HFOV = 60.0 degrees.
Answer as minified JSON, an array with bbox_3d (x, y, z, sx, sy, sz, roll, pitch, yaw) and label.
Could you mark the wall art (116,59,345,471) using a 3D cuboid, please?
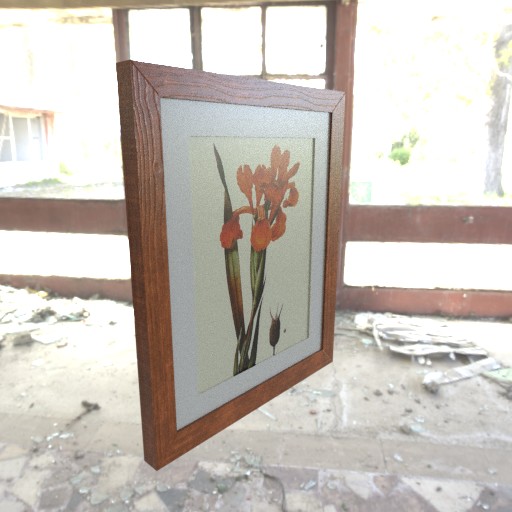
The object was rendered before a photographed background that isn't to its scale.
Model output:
[{"bbox_3d":[0.000,0.000,0.765,0.033,0.567,0.467,13,19,41],"label":"wall art"}]
